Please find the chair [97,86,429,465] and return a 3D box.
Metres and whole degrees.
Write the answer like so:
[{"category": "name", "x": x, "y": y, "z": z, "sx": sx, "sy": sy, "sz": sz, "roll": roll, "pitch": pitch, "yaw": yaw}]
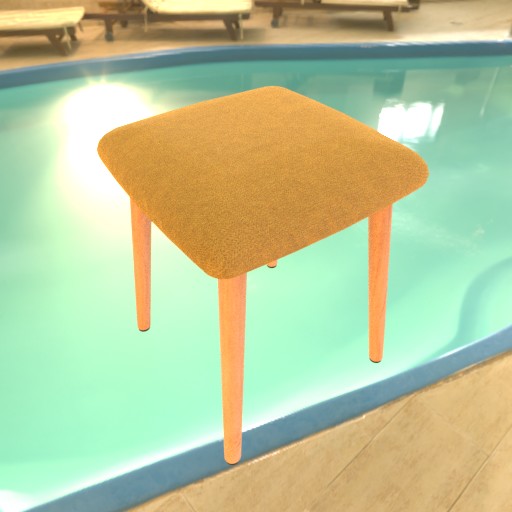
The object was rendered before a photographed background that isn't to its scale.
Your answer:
[{"category": "chair", "x": 0.000, "y": 0.000, "z": 0.716, "sx": 0.350, "sy": 0.440, "sz": 0.350, "roll": -25, "pitch": 47, "yaw": -26}]
